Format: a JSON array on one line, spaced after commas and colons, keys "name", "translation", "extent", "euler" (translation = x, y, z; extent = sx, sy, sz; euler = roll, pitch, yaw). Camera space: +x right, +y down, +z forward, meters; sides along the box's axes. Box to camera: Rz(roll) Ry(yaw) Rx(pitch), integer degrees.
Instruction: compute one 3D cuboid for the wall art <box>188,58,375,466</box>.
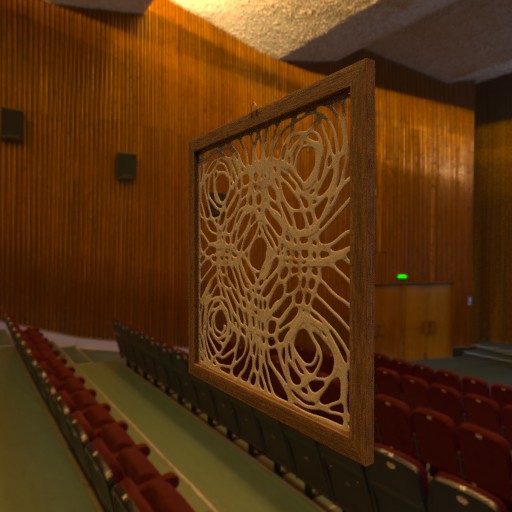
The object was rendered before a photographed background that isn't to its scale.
[{"name": "wall art", "translation": [0.000, 0.000, 0.843], "extent": [0.021, 0.576, 0.561], "euler": [0, 1, -34]}]
